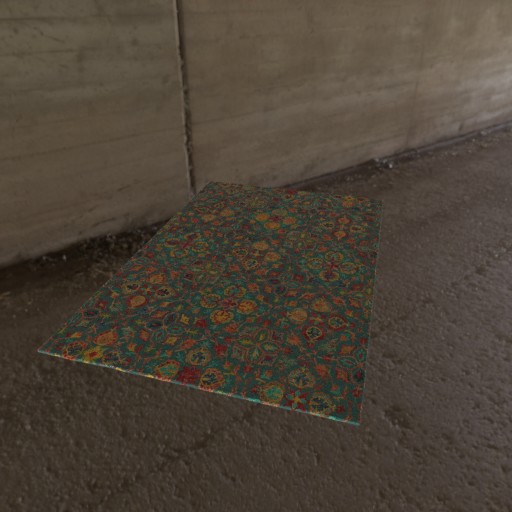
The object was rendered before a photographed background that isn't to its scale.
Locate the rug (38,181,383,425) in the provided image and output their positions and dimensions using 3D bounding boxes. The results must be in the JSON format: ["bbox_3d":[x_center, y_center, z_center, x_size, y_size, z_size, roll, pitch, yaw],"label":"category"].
[{"bbox_3d":[0.000,0.000,2.885,1.527,0.016,2.290,8,32,14],"label":"rug"}]
